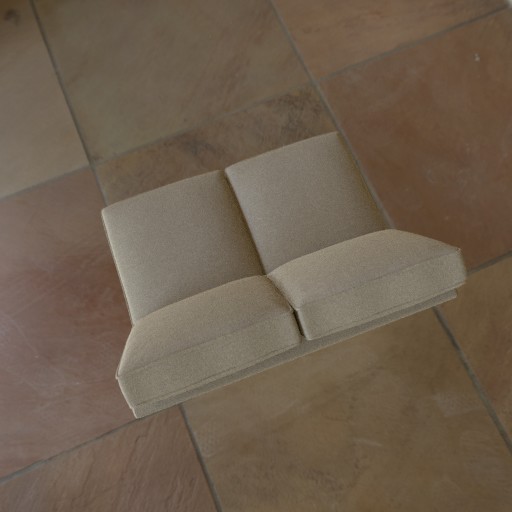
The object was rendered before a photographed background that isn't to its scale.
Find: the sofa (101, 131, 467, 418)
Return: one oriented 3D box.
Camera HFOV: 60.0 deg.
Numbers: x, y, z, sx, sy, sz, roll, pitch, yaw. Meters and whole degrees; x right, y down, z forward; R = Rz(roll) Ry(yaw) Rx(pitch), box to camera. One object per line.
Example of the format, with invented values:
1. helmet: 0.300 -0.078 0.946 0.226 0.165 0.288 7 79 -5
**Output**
1. sofa: 0.000 0.000 1.976 1.237 1.008 0.951 -20 76 -5
